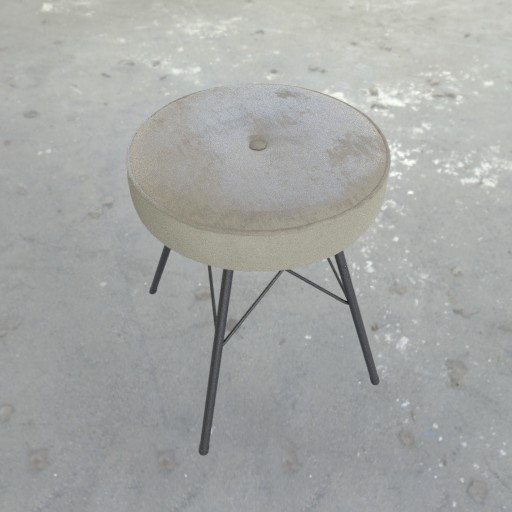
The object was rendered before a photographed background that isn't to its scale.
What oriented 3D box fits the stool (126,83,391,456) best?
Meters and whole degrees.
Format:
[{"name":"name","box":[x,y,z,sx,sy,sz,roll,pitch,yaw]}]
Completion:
[{"name":"stool","box":[0.000,0.000,0.875,0.423,0.538,0.457,-17,49,-15]}]
